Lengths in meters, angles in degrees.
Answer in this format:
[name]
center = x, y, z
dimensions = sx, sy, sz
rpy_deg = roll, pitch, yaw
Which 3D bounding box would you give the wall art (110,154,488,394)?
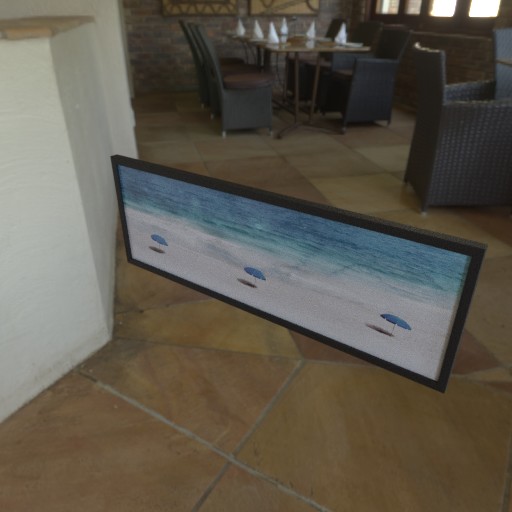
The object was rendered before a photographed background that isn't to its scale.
[wall art]
center = 0.000, 0.000, 1.766
dimensions = 1.572, 0.554, 0.041
rpy_deg = 19, 34, 30
